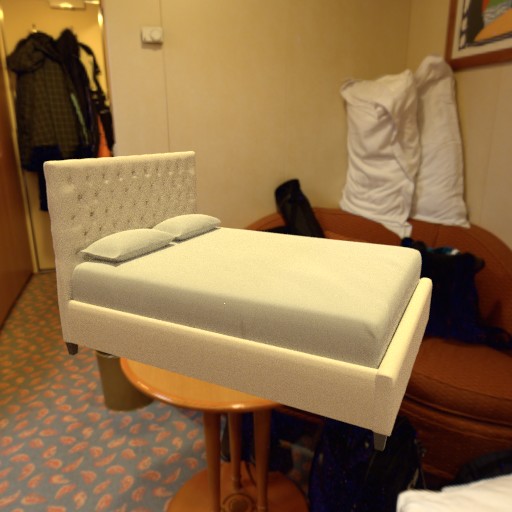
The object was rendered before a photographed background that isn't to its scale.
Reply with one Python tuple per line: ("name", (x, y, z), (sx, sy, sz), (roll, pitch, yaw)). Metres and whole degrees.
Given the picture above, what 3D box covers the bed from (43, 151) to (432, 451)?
("bed", (0.000, 0.000, 3.336), (2.387, 1.427, 1.698), (8, 18, 26))
